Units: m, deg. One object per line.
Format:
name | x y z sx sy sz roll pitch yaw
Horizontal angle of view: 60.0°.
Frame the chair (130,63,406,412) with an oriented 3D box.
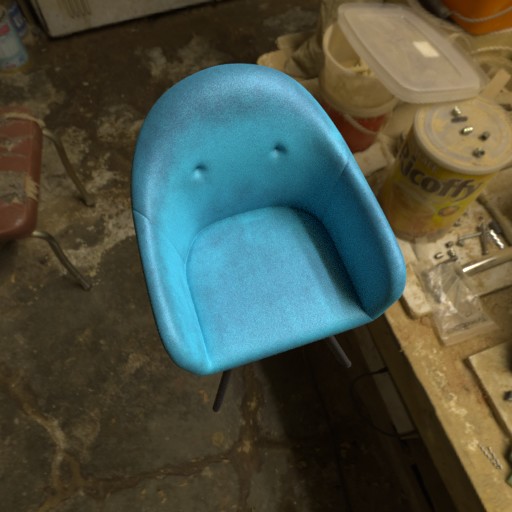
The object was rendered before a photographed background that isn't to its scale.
chair | 0.000 0.000 1.171 0.540 0.780 0.570 -16 64 -8
